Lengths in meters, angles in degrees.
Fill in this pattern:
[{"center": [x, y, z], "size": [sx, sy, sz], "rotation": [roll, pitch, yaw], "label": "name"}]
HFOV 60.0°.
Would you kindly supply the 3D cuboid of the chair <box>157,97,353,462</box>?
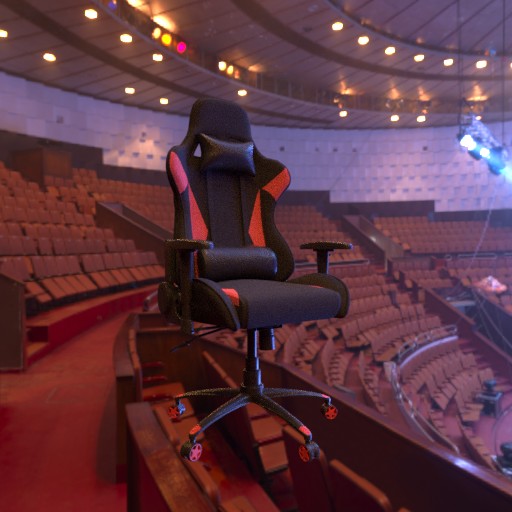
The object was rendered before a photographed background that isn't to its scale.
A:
[{"center": [0.000, 0.000, 1.683], "size": [0.695, 1.326, 0.658], "rotation": [-1, 1, -35], "label": "chair"}]
